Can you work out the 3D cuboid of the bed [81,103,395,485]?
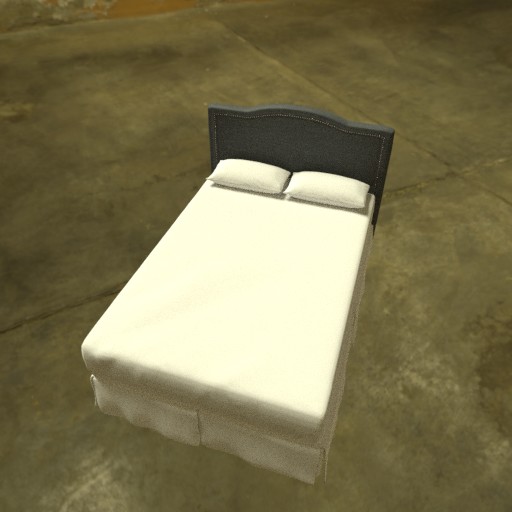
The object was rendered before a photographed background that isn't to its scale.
[{"bbox_3d":[0.000,0.000,3.449,1.747,1.441,2.507,12,43,14],"label":"bed"}]
